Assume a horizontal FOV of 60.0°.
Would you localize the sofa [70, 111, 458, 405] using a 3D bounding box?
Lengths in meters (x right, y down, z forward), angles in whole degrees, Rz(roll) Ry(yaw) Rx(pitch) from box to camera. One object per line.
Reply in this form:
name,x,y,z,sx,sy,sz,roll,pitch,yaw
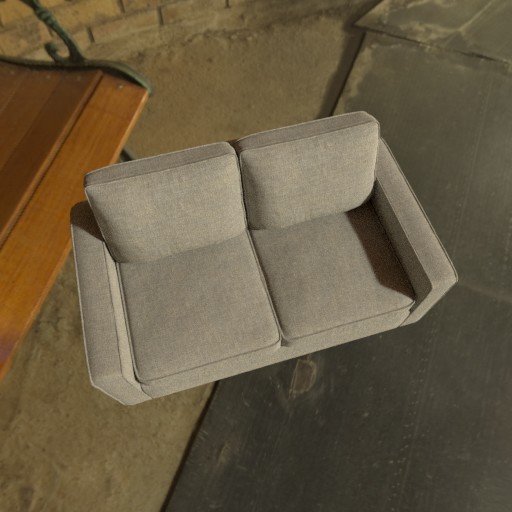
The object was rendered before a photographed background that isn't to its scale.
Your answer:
sofa,0.000,0.000,2.243,1.706,0.915,0.945,-15,64,-7
